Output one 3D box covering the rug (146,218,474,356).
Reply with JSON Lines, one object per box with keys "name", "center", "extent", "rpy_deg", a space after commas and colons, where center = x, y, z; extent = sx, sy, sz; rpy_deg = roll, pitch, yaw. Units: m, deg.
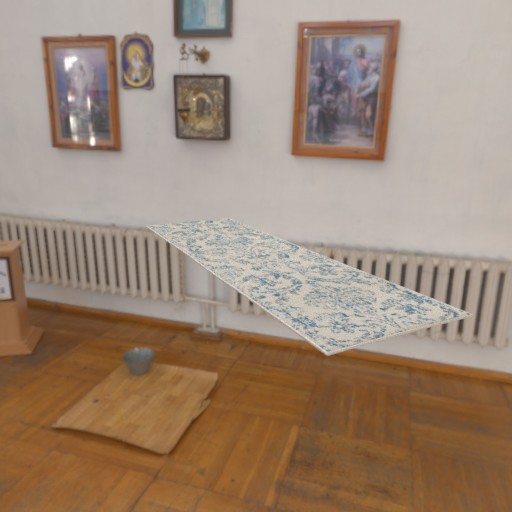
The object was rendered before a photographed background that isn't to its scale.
{"name": "rug", "center": [0.000, 0.000, 2.416], "extent": [0.662, 0.011, 2.196], "rpy_deg": [-8, 17, -26]}
